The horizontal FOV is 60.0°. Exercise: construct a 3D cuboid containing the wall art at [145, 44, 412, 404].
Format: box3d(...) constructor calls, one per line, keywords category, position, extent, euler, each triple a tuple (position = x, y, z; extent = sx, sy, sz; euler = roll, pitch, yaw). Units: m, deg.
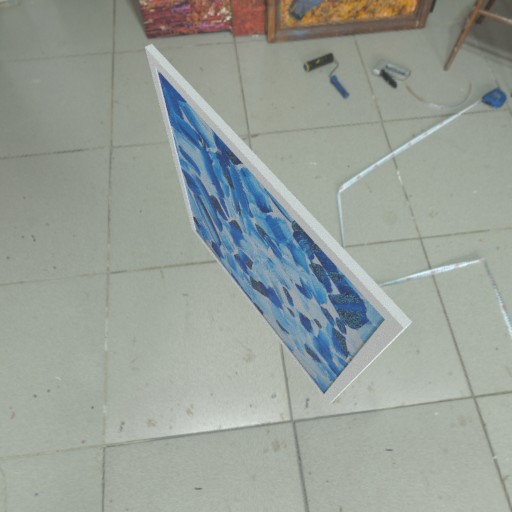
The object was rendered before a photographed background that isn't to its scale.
box3d(category="wall art", position=(0.000, 0.000, 0.987), extent=(0.015, 0.660, 0.660), euler=(-34, 68, -15))
